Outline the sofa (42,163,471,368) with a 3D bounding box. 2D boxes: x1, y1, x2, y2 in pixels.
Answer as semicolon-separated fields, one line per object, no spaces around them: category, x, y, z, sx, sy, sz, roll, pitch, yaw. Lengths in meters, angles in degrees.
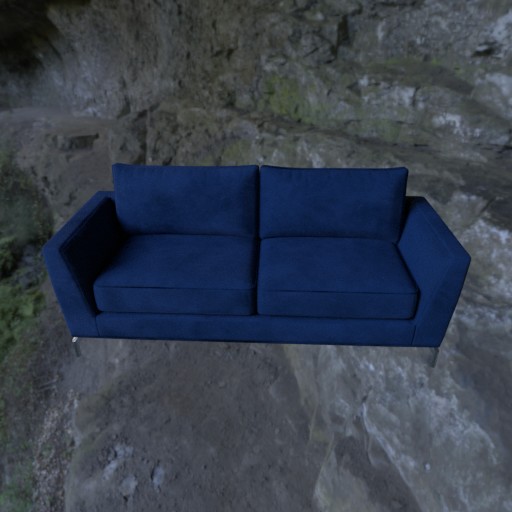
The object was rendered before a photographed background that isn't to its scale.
sofa;0.000;0.000;2.736;2.212;0.998;0.853;1;29;2
